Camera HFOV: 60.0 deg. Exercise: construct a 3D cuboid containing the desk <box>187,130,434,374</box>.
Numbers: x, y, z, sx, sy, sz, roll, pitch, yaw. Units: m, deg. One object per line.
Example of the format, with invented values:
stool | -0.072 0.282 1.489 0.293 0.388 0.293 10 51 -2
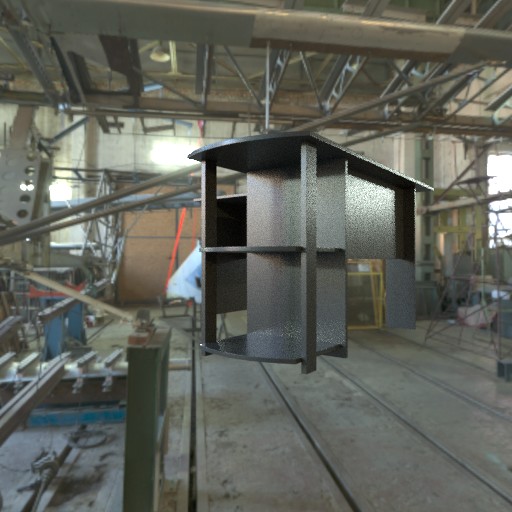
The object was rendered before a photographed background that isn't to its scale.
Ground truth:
desk | 0.000 0.000 2.153 1.303 0.716 1.361 0 0 37
